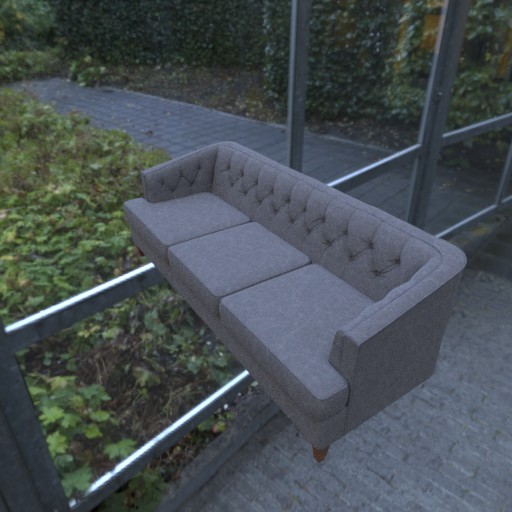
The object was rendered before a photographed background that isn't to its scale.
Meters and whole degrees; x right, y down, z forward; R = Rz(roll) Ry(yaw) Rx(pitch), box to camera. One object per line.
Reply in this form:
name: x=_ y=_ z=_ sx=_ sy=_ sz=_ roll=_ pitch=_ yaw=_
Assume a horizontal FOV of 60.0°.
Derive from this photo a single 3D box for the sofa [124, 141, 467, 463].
sofa: x=0.000 y=0.000 z=2.713 sx=0.917 sy=0.806 sz=2.247 roll=-19 pitch=36 yaw=-28
